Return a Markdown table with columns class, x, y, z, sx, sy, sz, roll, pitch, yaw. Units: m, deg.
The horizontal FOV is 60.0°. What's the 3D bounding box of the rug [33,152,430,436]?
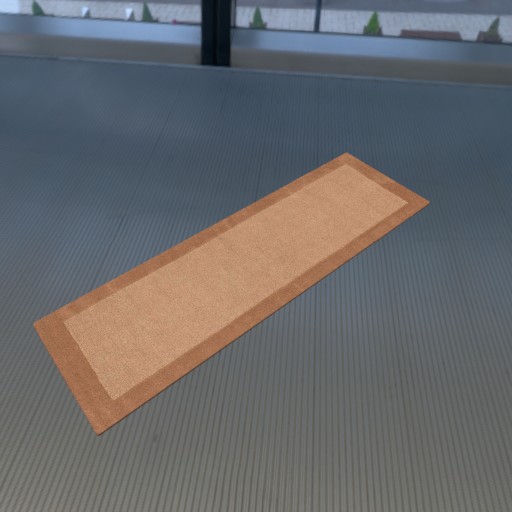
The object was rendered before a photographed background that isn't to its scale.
| class | x | y | z | sx | sy | sz | roll | pitch | yaw |
| --- | --- | --- | --- | --- | --- | --- | --- | --- | --- |
| rug | 0.000 | 0.000 | 2.666 | 2.439 | 0.017 | 0.764 | -32 | 55 | -26 |
